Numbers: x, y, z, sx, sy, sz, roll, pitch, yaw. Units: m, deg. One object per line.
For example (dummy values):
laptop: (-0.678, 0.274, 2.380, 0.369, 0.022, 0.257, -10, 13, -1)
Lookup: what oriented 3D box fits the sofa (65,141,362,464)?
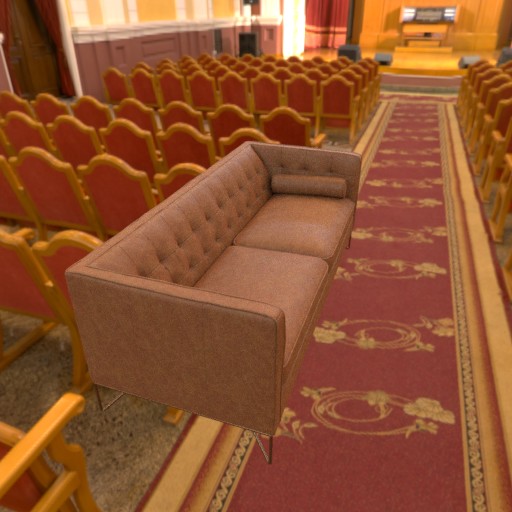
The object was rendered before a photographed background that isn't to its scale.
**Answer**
sofa: (0.000, 0.000, 2.655, 0.912, 0.798, 2.079, 10, 31, 17)
